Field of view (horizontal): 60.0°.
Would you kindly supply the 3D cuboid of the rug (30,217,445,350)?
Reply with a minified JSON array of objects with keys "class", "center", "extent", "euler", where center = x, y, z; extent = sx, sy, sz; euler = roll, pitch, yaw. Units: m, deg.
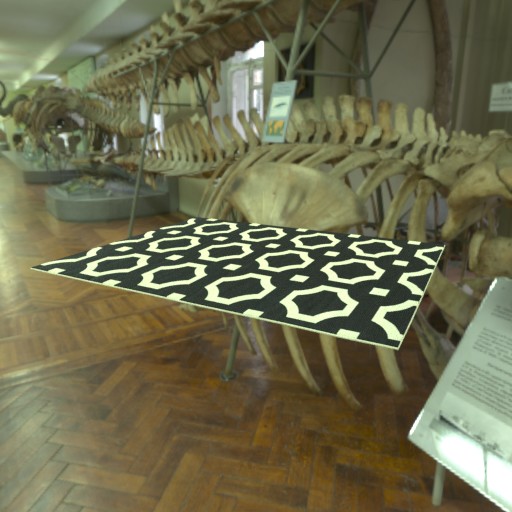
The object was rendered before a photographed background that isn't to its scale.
[{"class":"rug","center":[0.000,0.000,4.133],"extent":[3.049,0.021,2.466],"euler":[8,18,27]}]
